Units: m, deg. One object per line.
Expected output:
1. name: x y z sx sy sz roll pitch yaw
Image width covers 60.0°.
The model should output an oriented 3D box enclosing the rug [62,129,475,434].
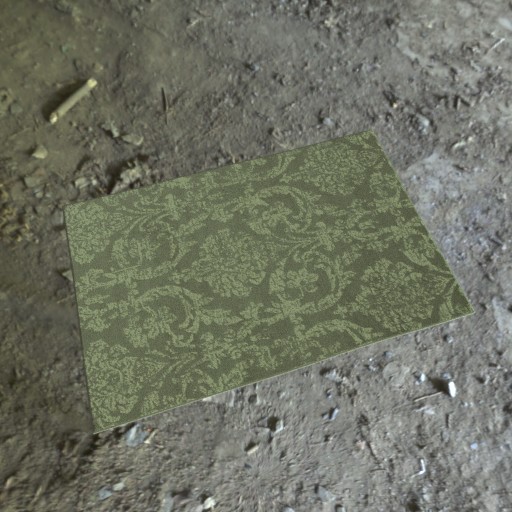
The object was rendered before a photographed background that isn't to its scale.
1. rug: 0.000 0.000 2.260 1.824 0.012 1.206 -16 64 -8
